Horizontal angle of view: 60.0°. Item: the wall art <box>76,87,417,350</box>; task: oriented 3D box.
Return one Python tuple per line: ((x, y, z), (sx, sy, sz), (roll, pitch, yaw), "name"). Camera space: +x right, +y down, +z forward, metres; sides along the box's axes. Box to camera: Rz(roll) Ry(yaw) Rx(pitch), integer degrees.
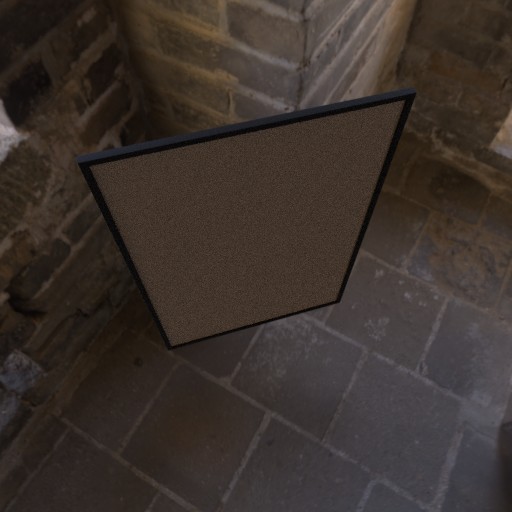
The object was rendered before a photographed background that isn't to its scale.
((0.000, 0.000, 0.860), (0.460, 0.660, 0.013), (-14, 59, -9), "wall art")
